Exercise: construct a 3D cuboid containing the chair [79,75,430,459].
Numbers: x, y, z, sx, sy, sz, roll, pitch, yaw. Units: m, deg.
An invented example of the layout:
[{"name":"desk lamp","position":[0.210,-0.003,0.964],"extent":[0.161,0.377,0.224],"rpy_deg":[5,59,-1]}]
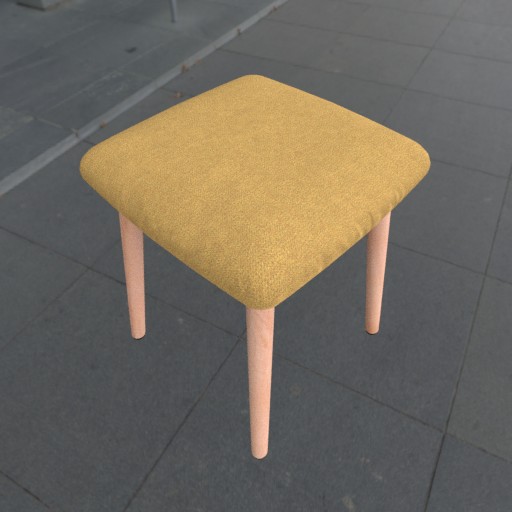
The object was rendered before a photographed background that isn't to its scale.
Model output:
[{"name":"chair","position":[0.000,0.000,0.702],"extent":[0.350,0.440,0.350],"rpy_deg":[35,56,28]}]
